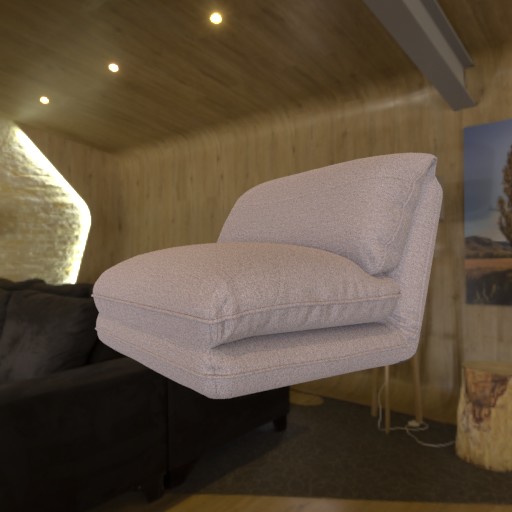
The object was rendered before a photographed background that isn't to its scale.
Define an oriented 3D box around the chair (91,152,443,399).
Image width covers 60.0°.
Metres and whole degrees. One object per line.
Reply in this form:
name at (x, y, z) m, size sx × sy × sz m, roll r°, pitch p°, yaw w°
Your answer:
chair at (0.000, 0.000, 1.339) m, size 0.780 × 0.580 × 0.820 m, roll 0°, pitch -1°, yaw -35°
